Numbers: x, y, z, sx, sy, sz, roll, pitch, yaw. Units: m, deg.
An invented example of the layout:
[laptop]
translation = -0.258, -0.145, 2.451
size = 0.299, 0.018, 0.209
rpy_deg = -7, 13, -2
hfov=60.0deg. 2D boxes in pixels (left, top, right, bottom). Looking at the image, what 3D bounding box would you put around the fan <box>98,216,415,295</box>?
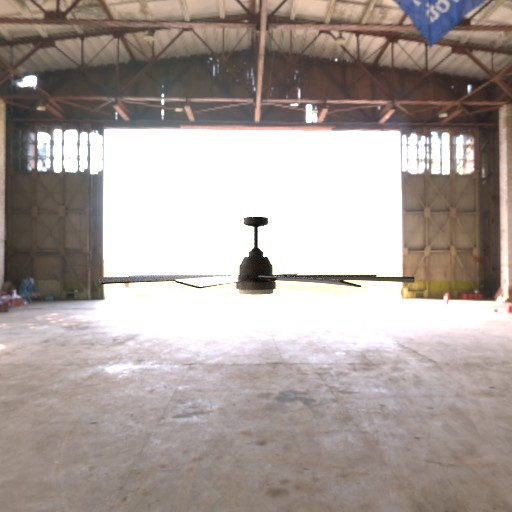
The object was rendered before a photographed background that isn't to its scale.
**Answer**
[fan]
translation = 0.000, 0.000, 2.718
size = 1.830, 0.472, 1.830
rpy_deg = 0, -1, 18
